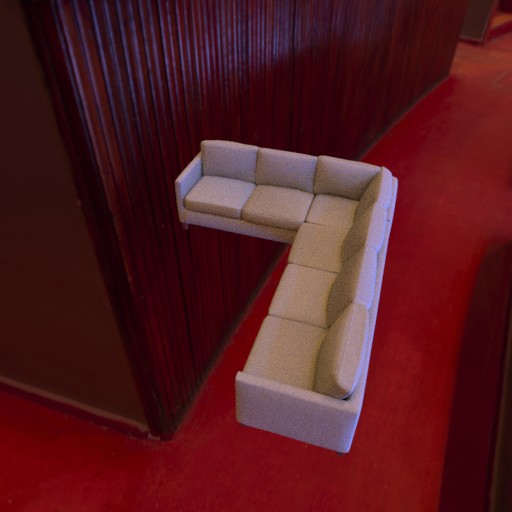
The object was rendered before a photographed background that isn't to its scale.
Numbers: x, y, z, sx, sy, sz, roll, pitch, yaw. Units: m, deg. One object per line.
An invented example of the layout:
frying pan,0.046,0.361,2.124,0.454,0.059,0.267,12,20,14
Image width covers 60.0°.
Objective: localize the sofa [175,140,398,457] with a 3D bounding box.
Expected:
sofa,0.000,0.000,4.626,2.592,0.947,3.301,12,42,14
